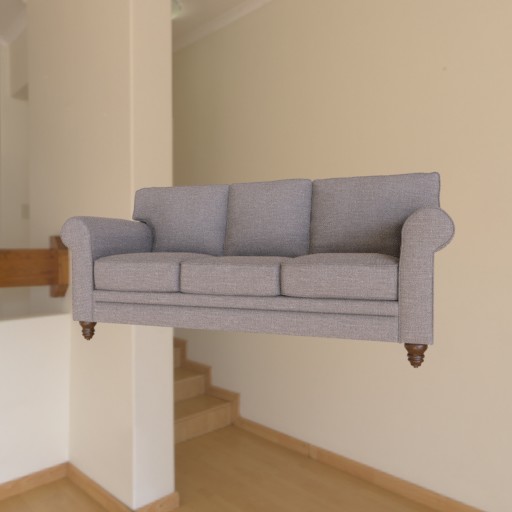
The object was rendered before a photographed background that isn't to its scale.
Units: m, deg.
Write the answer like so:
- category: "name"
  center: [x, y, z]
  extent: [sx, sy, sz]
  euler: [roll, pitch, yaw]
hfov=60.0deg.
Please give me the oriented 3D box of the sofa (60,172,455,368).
- category: "sofa"
  center: [0.000, 0.000, 2.588]
  extent: [2.084, 0.961, 0.916]
  euler: [0, 1, 20]
